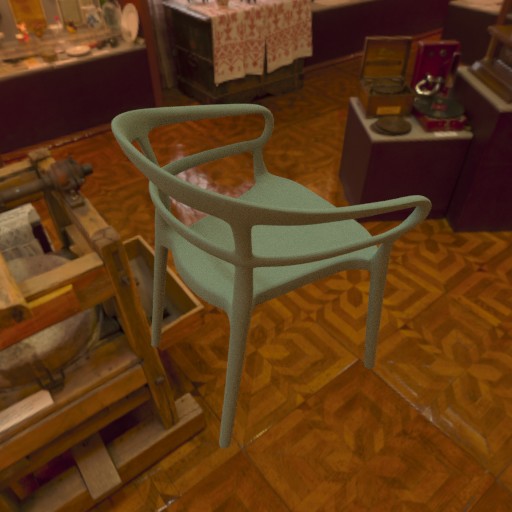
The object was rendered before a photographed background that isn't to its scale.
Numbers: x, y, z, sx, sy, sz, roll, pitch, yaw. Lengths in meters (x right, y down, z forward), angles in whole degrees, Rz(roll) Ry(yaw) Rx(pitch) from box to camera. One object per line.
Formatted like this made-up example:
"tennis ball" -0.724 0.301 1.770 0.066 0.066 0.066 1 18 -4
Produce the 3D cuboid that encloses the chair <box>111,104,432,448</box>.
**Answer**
"chair" 0.000 0.000 1.103 0.527 0.761 0.559 -26 48 -26
